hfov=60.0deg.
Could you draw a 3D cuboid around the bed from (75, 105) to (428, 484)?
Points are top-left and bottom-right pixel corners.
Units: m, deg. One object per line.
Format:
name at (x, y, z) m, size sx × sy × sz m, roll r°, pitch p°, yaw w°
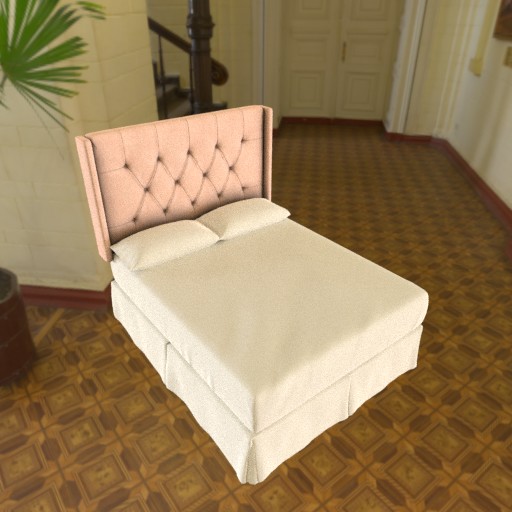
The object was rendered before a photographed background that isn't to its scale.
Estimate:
bed at (0.000, 0.000, 3.311) m, size 1.719 × 1.665 × 2.066 m, roll -22°, pitch 37°, yaw -32°
